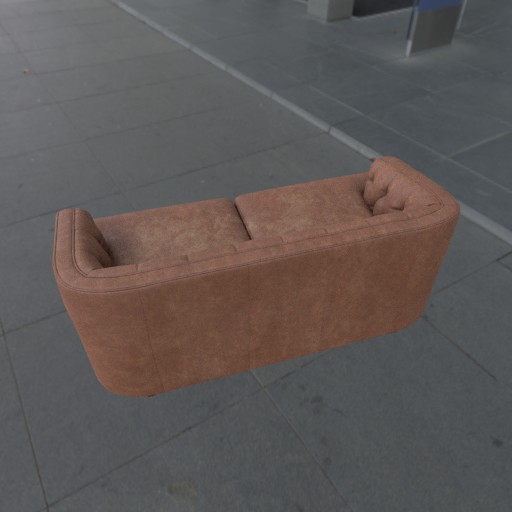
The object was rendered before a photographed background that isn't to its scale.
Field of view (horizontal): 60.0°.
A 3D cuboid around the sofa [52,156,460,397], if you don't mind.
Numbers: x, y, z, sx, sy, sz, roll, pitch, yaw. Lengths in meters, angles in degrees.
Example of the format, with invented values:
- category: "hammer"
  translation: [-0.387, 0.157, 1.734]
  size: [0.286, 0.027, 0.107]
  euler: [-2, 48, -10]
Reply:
- category: "sofa"
  translation: [0.000, 0.000, 2.193]
  size: [1.755, 0.786, 0.914]
  euler: [-12, 43, -13]
